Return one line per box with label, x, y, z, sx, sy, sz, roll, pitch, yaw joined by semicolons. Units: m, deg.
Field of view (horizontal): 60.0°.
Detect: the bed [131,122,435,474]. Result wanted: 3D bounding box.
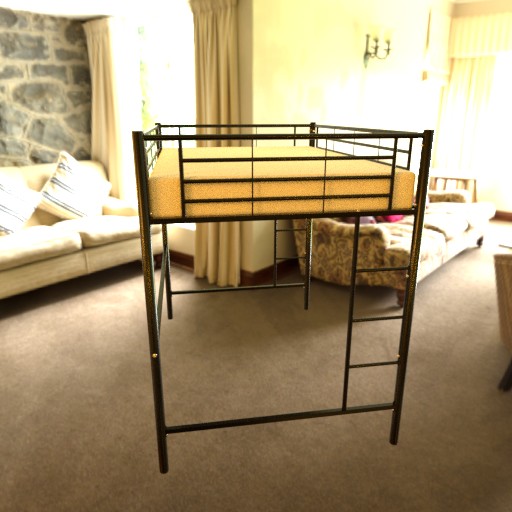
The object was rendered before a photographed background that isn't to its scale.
bed;0.000;0.000;3.181;1.397;1.803;1.994;-3;18;-9
